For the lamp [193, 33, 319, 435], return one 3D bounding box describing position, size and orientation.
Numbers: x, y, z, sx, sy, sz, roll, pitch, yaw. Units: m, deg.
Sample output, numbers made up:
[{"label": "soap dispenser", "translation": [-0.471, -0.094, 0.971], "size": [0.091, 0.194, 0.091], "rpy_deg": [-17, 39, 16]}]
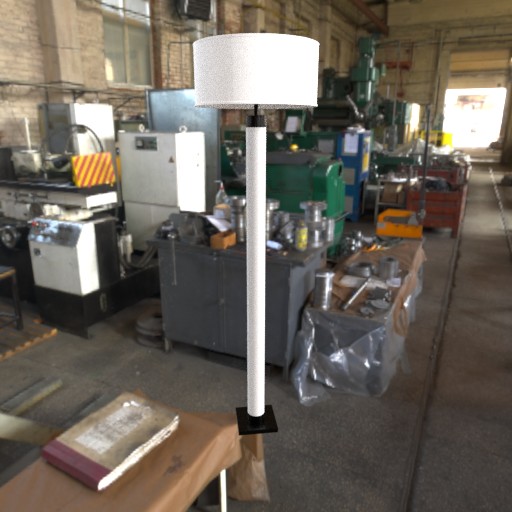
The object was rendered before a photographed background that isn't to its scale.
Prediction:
[{"label": "lamp", "translation": [0.000, 0.000, 1.680], "size": [0.420, 1.475, 0.420], "rpy_deg": [-2, 16, -7]}]
